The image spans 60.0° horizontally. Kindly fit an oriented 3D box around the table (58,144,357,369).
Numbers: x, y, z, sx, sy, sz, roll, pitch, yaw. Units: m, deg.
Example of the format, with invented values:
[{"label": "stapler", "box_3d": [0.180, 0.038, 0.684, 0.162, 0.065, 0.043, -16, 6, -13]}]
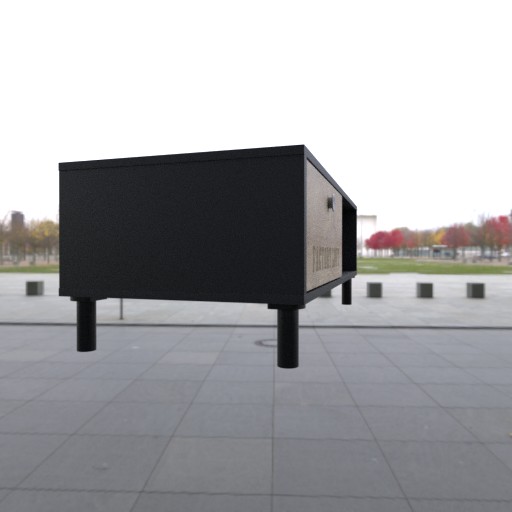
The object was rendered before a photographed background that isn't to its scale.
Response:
[{"label": "table", "box_3d": [0.000, 0.000, 1.378, 0.550, 0.400, 1.100, 0, 0, 18]}]
